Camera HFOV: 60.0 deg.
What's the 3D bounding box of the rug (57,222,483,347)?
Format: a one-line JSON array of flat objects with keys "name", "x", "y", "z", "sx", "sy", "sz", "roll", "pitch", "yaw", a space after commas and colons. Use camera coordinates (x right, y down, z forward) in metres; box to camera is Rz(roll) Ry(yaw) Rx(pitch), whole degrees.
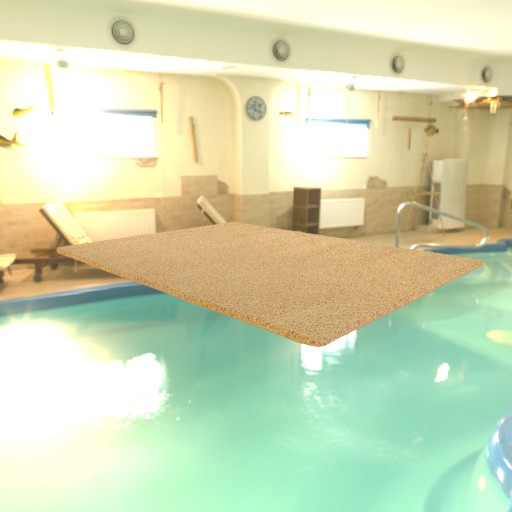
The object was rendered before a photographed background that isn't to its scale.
[{"name": "rug", "x": 0.000, "y": 0.000, "z": 2.051, "sx": 1.600, "sy": 0.025, "sz": 1.199, "roll": 12, "pitch": 18, "yaw": 43}]
